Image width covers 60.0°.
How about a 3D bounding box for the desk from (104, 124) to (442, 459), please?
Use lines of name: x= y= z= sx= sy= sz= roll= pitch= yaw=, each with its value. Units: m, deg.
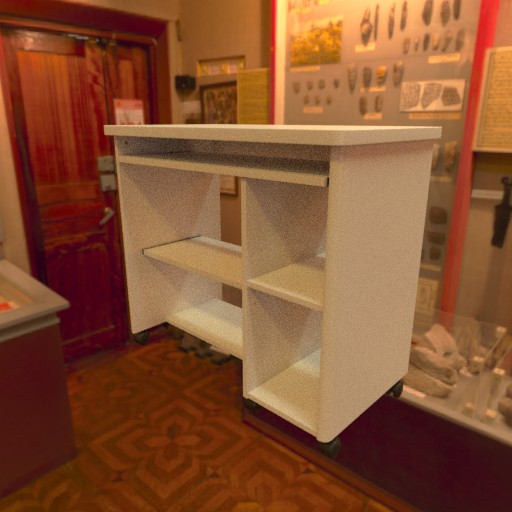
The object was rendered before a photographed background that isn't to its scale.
desk: x=0.000 y=0.000 z=1.356 sx=0.877 sy=0.763 sz=0.475 roll=16 pitch=23 yaw=41
